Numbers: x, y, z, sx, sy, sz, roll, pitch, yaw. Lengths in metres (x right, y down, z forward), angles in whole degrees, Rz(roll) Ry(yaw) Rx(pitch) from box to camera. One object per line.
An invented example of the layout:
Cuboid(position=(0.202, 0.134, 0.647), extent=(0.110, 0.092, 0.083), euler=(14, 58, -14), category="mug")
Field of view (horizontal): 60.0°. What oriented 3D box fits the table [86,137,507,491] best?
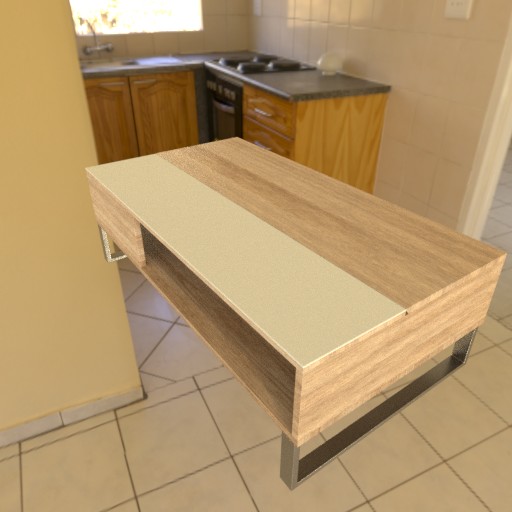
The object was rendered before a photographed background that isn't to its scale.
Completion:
Cuboid(position=(0.000, 0.000, 1.318), extent=(0.600, 0.350, 1.100), euler=(-20, 37, -30), category="table")
